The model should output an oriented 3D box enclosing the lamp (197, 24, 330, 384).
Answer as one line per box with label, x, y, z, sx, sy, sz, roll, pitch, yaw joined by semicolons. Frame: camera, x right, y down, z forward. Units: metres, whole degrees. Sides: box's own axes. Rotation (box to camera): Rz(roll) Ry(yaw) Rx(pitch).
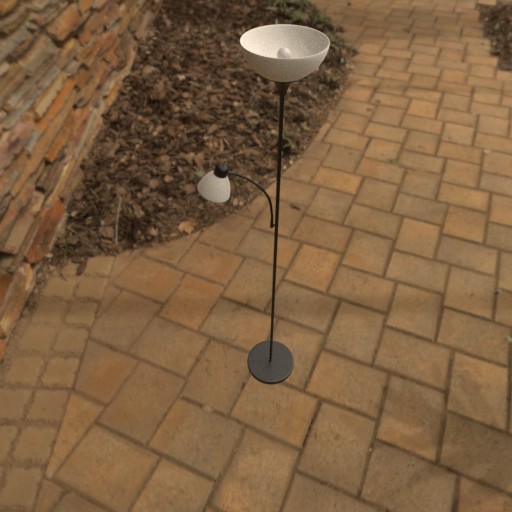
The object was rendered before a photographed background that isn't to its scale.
lamp;0.000;0.000;1.949;0.442;1.804;0.279;-3;46;-3
